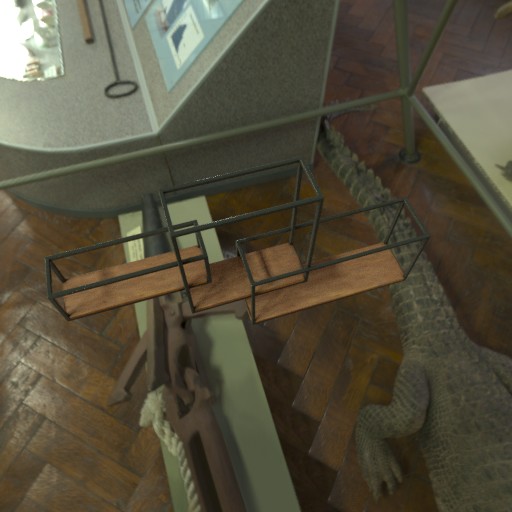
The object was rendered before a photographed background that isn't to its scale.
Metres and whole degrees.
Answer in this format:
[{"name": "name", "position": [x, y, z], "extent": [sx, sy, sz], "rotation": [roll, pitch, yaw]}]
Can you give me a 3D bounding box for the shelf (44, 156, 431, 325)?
[{"name": "shelf", "position": [0.000, 0.000, 2.155], "extent": [1.781, 0.972, 0.275], "rotation": [-15, 59, -9]}]
